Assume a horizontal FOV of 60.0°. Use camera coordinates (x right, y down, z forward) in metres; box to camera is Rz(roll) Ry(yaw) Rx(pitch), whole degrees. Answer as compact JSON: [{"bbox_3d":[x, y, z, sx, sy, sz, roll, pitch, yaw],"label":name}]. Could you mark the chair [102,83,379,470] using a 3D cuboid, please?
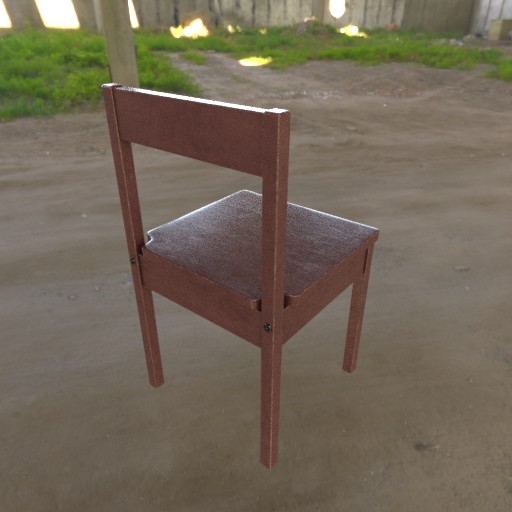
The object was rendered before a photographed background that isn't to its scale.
[{"bbox_3d":[0.000,0.000,0.905,0.367,0.668,0.361,21,36,33],"label":"chair"}]
